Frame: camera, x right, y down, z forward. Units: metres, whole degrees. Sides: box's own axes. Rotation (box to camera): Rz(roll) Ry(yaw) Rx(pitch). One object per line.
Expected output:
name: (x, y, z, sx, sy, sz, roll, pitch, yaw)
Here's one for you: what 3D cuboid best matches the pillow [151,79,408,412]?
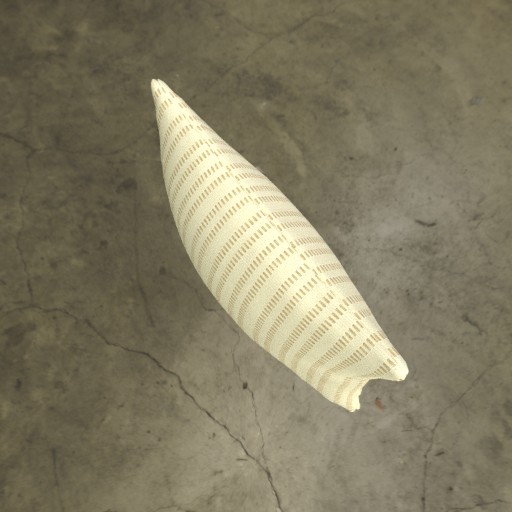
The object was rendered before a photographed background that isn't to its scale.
pillow: (0.000, 0.000, 0.818, 0.210, 0.353, 0.640, -33, 69, -14)
